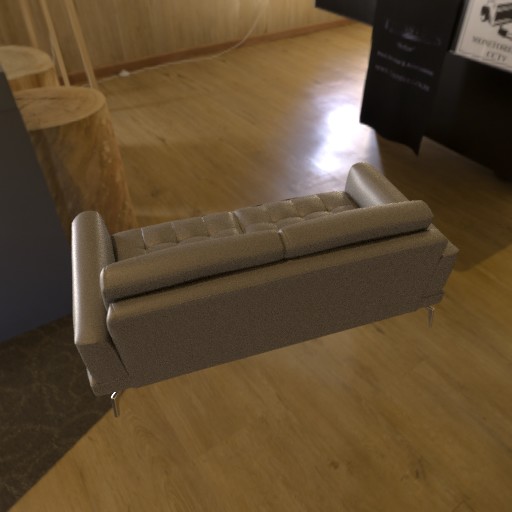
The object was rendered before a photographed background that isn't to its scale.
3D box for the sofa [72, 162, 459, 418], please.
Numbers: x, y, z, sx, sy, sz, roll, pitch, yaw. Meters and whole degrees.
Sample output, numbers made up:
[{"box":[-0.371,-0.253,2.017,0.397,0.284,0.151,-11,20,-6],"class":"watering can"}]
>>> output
[{"box":[0.000,0.000,2.765,2.177,0.930,1.121,-12,44,-13],"class":"sofa"}]
